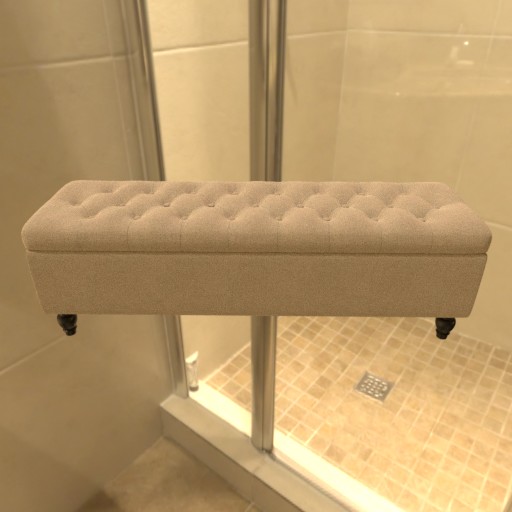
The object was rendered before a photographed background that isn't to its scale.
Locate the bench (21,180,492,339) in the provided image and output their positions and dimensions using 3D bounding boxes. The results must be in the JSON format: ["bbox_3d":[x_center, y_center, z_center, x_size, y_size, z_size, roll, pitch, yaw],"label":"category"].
[{"bbox_3d":[0.000,0.000,1.651,1.480,0.467,0.455,0,30,1],"label":"bench"}]
